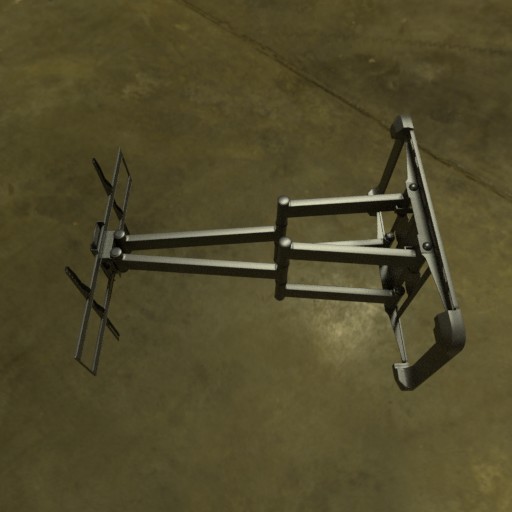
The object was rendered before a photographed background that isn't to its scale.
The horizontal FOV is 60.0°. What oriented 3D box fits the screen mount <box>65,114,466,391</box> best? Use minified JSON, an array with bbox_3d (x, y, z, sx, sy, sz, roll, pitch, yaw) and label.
[{"bbox_3d":[0.000,0.000,1.331,0.905,0.483,0.725,0,59,0],"label":"screen mount"}]
